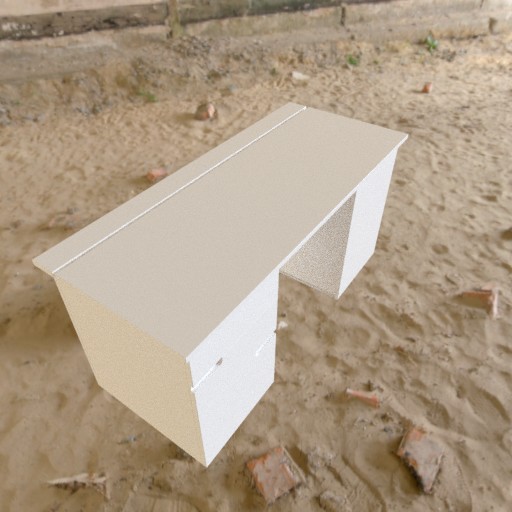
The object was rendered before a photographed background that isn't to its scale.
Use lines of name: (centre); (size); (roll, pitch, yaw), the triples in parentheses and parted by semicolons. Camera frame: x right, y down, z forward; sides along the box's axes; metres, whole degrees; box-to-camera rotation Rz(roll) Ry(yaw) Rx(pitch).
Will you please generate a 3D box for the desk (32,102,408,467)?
desk: (0.000, 0.000, 2.032); (0.670, 0.760, 1.580); (25, 47, 26)
